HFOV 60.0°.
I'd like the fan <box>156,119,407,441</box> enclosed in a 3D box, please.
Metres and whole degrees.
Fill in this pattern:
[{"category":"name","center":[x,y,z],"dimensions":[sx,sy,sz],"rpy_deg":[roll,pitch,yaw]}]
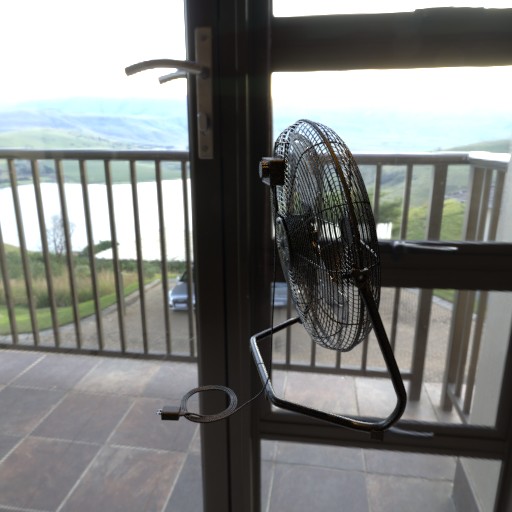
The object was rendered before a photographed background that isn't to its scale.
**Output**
[{"category":"fan","center":[0.000,0.000,0.921],"dimensions":[0.424,0.546,0.555],"rpy_deg":[-3,16,-9]}]
